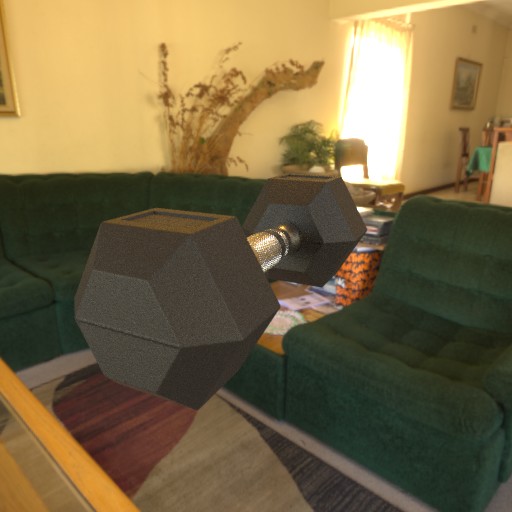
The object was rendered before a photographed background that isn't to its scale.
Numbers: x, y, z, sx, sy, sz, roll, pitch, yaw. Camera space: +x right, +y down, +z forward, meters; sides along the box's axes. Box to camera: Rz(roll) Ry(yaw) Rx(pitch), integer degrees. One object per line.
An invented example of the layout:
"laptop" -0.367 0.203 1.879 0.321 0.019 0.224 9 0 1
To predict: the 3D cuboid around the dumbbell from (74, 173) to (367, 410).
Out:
"dumbbell" 0.000 0.000 0.352 0.116 0.101 0.297 8 19 26
